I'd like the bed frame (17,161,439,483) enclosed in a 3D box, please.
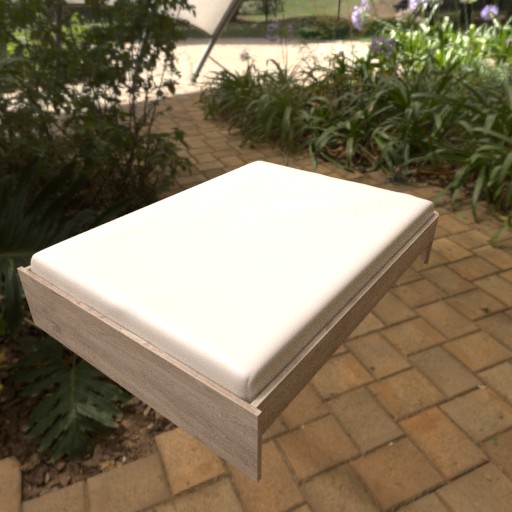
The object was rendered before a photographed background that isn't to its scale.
[{"bbox_3d":[0.000,0.000,2.536,1.490,0.462,1.950,21,36,32],"label":"bed frame"}]
